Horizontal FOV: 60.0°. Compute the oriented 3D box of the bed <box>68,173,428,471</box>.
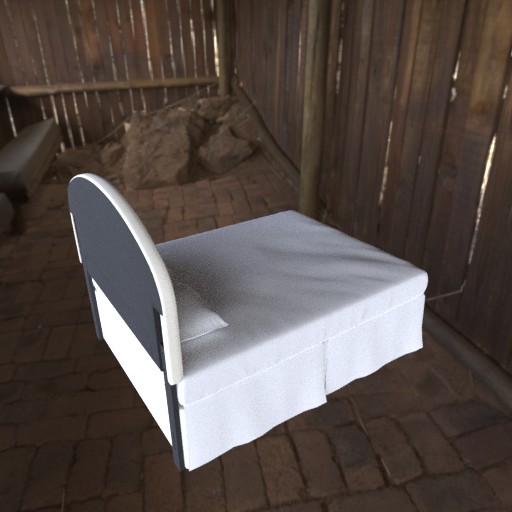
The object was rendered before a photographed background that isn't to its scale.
[{"bbox_3d":[0.000,0.000,3.073,2.005,1.410,1.607,-17,31,-31],"label":"bed"}]
